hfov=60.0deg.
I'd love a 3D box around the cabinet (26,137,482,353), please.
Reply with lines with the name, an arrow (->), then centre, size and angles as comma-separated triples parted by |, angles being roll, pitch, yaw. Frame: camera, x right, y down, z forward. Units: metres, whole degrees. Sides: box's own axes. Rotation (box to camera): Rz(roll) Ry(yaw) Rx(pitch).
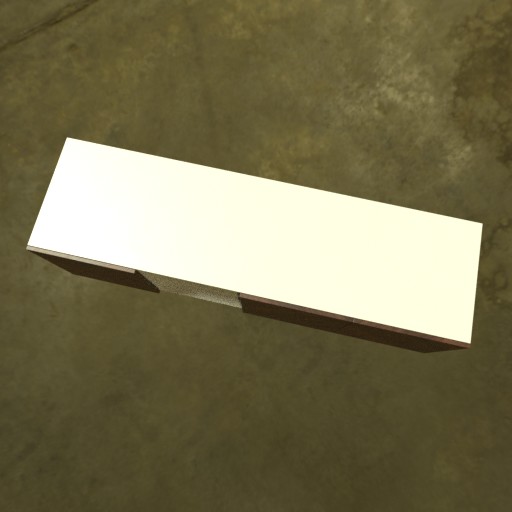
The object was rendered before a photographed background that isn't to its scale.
cabinet -> 0.000, 0.000, 1.769 | 1.499, 0.533, 0.431 | 12, 76, 3
